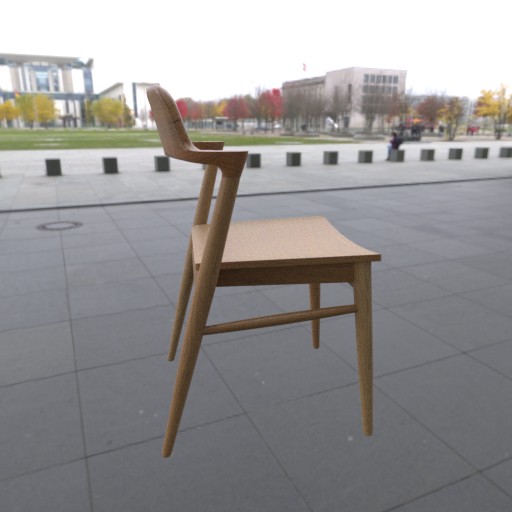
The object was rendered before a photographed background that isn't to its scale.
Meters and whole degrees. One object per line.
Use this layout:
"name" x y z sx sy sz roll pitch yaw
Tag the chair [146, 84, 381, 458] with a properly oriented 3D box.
"chair" 0.000 0.000 1.127 0.499 0.792 0.512 -3 17 -9
